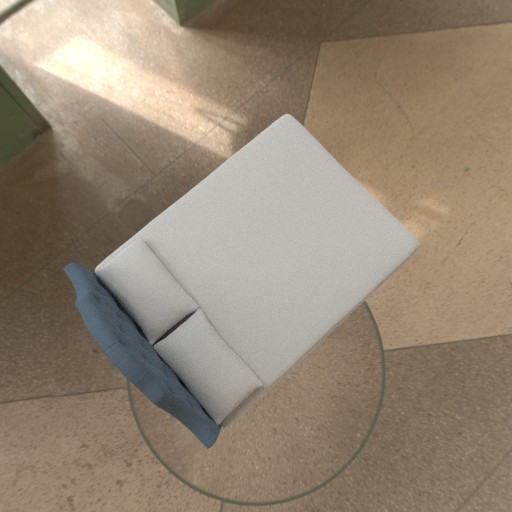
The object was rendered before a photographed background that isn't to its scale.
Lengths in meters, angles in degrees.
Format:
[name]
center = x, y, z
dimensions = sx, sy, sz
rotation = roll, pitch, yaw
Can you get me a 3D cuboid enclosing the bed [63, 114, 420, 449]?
[bed]
center = 0.000, 0.000, 3.266
dimensions = 2.155, 1.575, 1.636
rotation = -41, 80, -9
